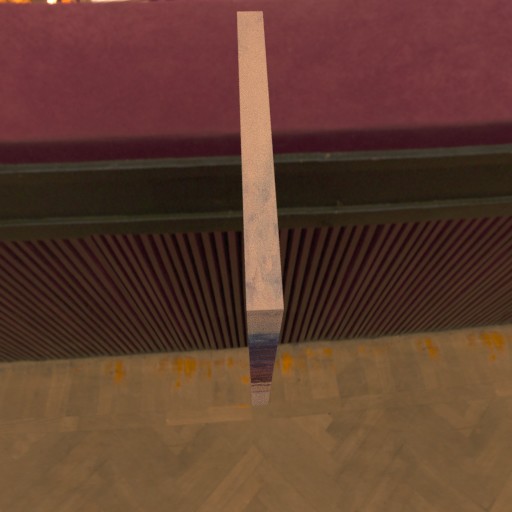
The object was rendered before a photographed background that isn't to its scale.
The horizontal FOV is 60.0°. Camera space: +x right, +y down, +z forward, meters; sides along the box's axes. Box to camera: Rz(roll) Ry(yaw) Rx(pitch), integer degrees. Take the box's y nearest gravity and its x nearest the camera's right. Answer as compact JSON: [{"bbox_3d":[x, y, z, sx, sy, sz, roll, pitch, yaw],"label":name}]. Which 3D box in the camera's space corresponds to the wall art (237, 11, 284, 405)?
[{"bbox_3d":[0.000,0.000,1.086,0.048,0.874,0.583,-2,64,-1],"label":"wall art"}]
